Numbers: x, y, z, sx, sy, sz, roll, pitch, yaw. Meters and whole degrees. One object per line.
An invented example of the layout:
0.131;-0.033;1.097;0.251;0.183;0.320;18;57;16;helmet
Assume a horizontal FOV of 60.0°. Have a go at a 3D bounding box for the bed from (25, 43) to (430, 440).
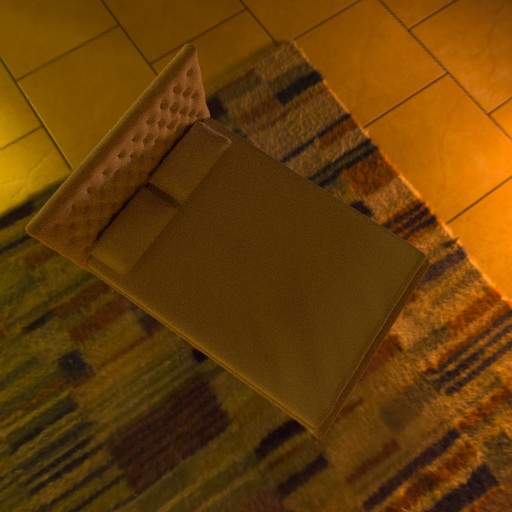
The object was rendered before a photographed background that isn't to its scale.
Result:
0.000;0.000;3.414;2.387;1.427;1.698;34;78;8;bed
